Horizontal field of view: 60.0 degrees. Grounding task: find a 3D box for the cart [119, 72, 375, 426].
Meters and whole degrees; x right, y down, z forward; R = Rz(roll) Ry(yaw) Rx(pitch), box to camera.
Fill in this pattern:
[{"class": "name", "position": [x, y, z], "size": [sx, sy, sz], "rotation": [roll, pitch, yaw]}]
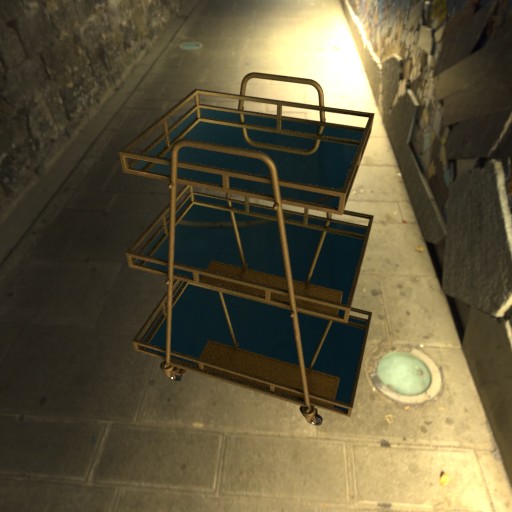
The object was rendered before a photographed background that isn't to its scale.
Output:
[{"class": "cart", "position": [0.000, 0.000, 1.268], "size": [0.711, 0.883, 0.441], "rotation": [13, 43, 14]}]
